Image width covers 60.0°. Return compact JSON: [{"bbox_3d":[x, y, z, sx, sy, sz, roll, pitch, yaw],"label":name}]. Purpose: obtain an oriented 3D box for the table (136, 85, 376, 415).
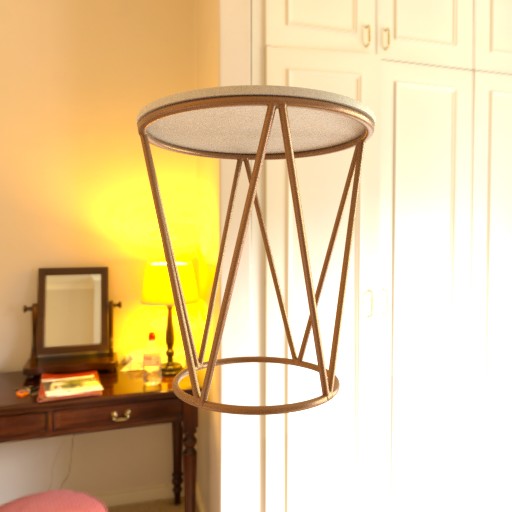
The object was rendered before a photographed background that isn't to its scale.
[{"bbox_3d":[0.000,0.000,0.968,0.500,0.564,0.500,0,2,0],"label":"table"}]
